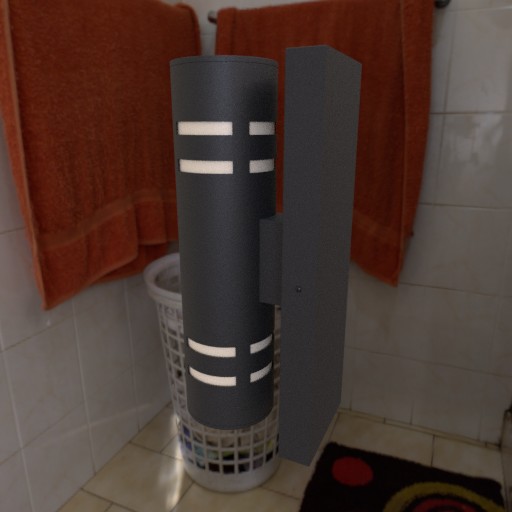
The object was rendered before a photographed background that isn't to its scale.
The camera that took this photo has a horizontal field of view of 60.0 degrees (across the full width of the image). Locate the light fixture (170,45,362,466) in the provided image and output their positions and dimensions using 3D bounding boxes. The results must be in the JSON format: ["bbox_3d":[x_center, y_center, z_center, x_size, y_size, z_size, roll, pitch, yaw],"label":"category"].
[{"bbox_3d":[0.000,0.000,0.407,0.149,0.330,0.105,8,18,24],"label":"light fixture"}]
